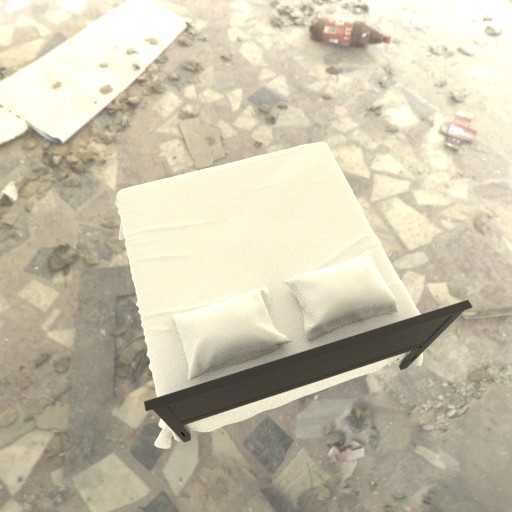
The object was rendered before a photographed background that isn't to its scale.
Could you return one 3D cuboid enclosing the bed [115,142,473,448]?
[{"bbox_3d":[0.000,0.000,3.604,2.315,1.271,2.219,-15,61,-9],"label":"bed"}]
